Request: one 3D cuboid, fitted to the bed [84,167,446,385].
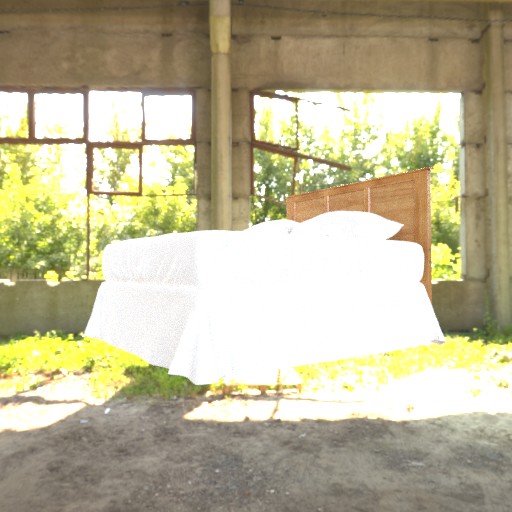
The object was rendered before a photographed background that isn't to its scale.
[{"bbox_3d":[0.000,0.000,3.289,2.035,1.273,1.870,1,-2,-35],"label":"bed"}]
